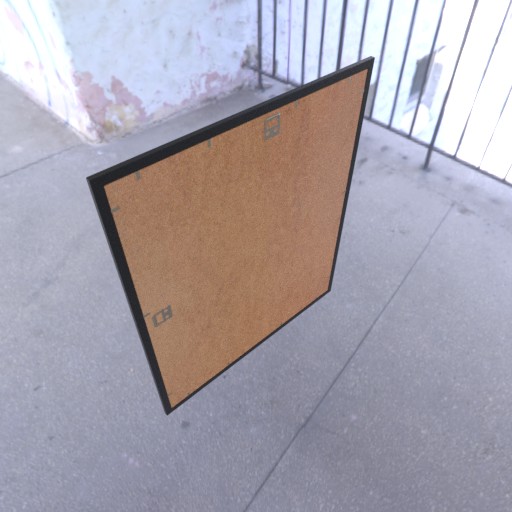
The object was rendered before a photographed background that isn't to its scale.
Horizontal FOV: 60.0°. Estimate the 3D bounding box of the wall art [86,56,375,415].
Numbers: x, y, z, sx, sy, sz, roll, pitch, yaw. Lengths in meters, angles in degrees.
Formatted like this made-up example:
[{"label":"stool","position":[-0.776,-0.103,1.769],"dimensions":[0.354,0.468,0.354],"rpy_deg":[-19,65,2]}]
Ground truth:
[{"label":"wall art","position":[0.000,0.000,0.912],"dimensions":[0.559,0.660,0.018],"rpy_deg":[-32,54,-27]}]
